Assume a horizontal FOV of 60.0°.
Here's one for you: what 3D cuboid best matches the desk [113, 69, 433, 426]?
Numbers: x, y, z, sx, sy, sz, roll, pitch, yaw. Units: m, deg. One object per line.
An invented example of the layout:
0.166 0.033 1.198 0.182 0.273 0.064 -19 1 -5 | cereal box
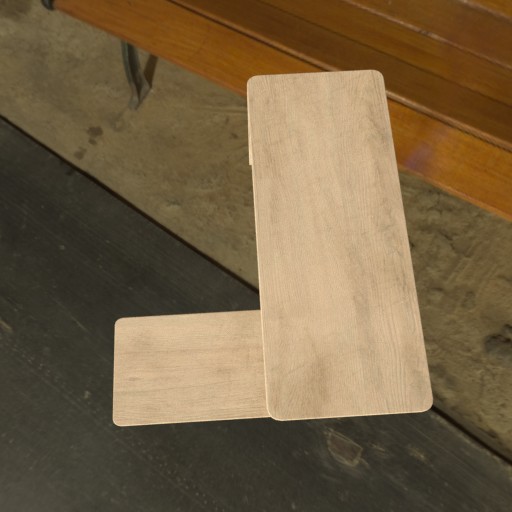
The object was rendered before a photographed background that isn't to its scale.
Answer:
0.000 0.000 2.094 1.175 0.770 1.400 -3 75 -1 | desk
